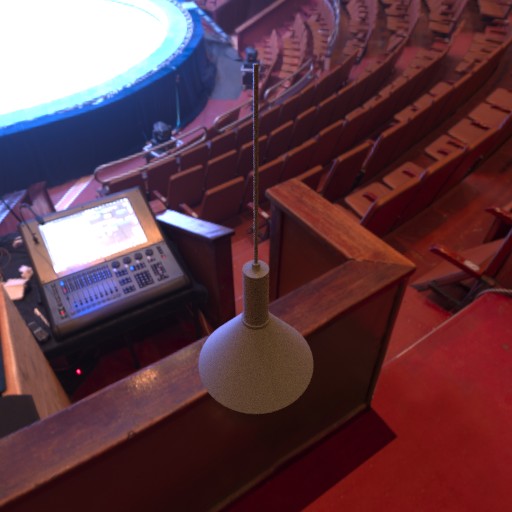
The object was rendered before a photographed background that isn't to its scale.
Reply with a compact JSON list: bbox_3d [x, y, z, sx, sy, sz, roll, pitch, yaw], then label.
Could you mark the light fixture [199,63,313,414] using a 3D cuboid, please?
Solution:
[{"bbox_3d":[0.000,0.000,0.813,0.267,0.683,0.267,-26,48,-25],"label":"light fixture"}]
